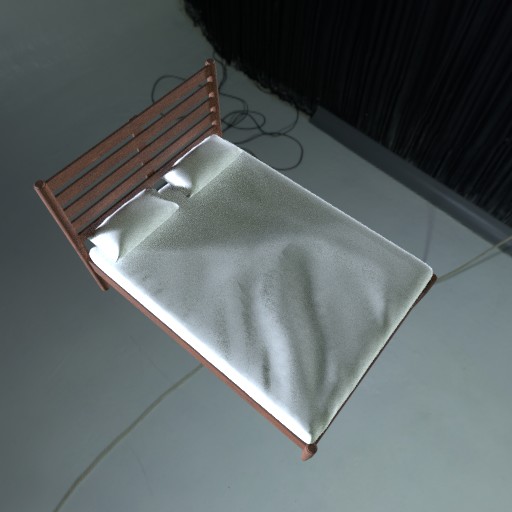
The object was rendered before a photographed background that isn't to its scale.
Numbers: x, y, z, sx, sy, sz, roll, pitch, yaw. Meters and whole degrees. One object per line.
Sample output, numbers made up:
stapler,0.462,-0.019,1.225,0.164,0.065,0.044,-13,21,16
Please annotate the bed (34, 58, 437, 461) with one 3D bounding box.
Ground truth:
bed,0.000,0.000,3.041,2.093,1.304,1.509,35,65,19
